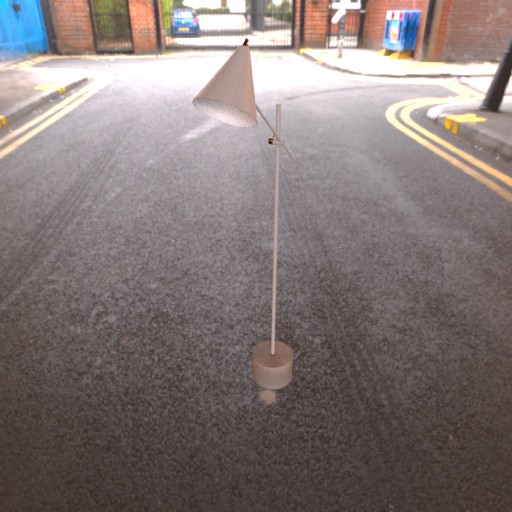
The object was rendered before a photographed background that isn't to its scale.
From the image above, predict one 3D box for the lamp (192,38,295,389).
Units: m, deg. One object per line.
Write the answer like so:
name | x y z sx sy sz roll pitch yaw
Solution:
lamp | 0.000 0.000 1.614 0.223 1.430 0.508 18 34 30
